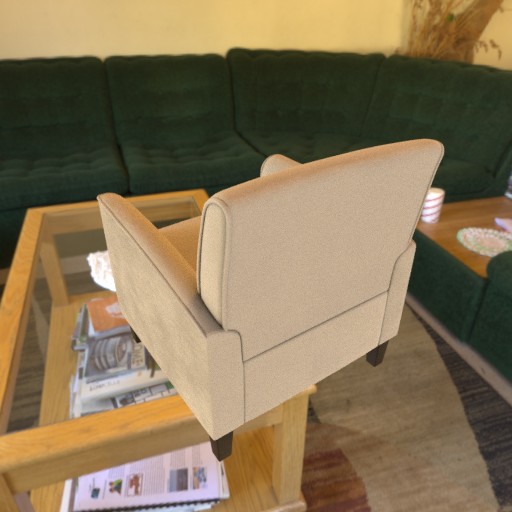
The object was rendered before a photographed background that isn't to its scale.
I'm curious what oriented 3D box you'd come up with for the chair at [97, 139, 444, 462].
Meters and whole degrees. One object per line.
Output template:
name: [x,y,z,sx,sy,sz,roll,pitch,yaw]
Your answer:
chair: [0.000,0.000,1.565,0.820,0.915,0.821,-20,36,-30]
